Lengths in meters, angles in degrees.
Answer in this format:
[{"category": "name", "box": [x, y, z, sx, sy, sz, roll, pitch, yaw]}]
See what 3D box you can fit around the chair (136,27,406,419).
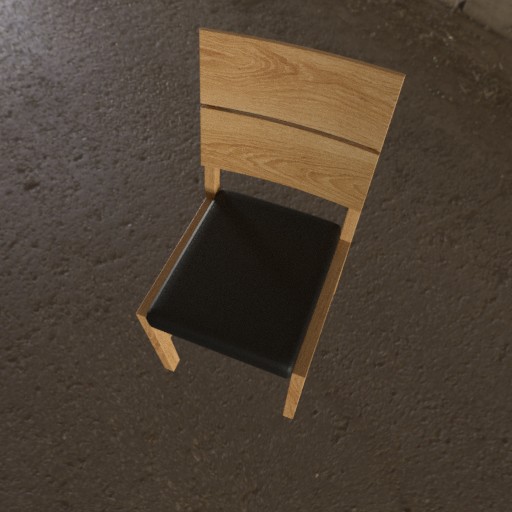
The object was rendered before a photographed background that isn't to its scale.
[{"category": "chair", "box": [0.000, 0.000, 1.253, 0.475, 0.950, 0.569, 18, 60, 11]}]
